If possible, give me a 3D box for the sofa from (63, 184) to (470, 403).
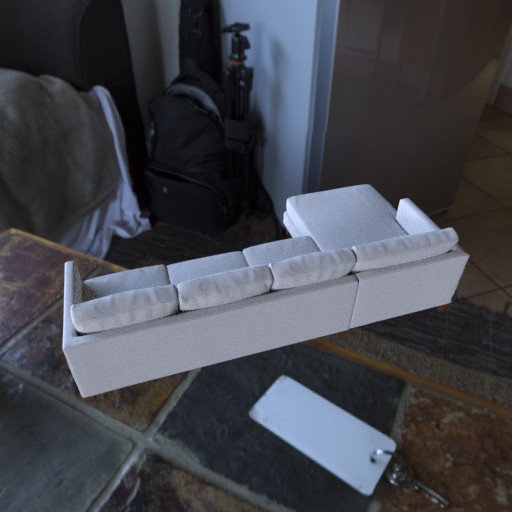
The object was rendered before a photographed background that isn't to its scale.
[{"bbox_3d":[0.000,0.000,3.998,3.186,0.861,1.625,-12,41,-13],"label":"sofa"}]
